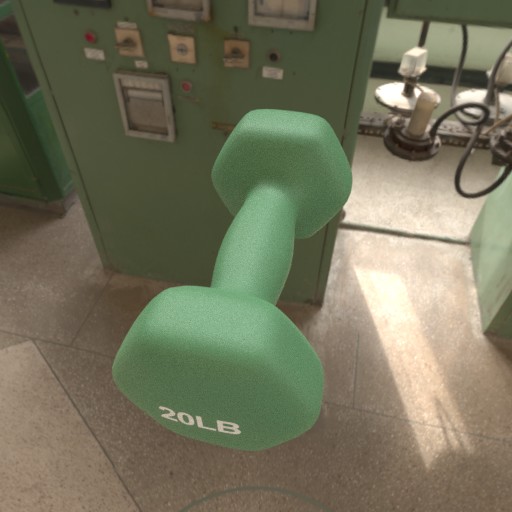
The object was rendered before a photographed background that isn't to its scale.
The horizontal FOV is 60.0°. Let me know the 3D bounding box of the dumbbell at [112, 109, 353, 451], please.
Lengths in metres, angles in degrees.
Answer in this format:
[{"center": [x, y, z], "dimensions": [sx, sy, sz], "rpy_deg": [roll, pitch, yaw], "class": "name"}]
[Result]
[{"center": [0.000, 0.000, 0.327], "dimensions": [0.126, 0.114, 0.257], "rpy_deg": [10, 48, 9], "class": "dumbbell"}]
